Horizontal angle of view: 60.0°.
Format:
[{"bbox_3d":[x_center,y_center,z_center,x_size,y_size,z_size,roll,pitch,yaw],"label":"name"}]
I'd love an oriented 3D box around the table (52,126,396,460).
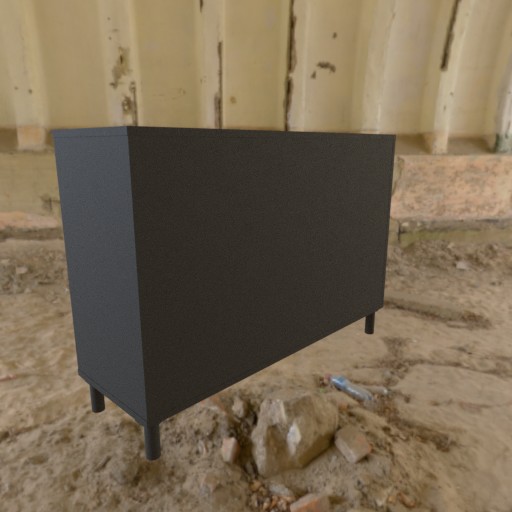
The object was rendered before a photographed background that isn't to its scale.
[{"bbox_3d":[0.000,0.000,1.595,0.400,0.855,1.200,13,19,42],"label":"table"}]
